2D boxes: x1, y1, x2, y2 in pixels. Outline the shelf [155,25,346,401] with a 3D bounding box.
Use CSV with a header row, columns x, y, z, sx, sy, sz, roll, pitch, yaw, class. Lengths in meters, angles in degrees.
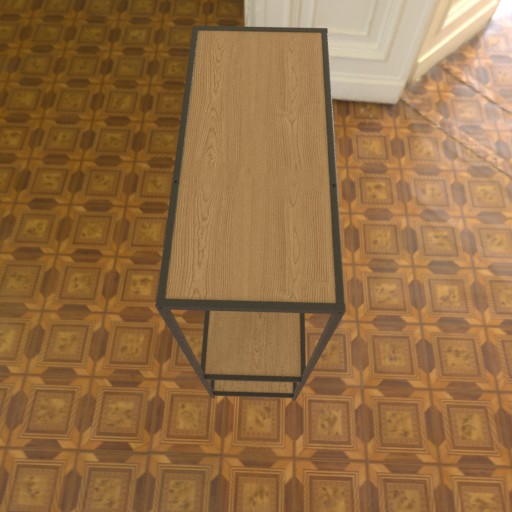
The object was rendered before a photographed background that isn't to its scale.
x,y,z,sx,sy,sz,roll,pitch,yaw,class
0.000,0.000,1.494,0.350,1.138,0.770,1,64,1,shelf
